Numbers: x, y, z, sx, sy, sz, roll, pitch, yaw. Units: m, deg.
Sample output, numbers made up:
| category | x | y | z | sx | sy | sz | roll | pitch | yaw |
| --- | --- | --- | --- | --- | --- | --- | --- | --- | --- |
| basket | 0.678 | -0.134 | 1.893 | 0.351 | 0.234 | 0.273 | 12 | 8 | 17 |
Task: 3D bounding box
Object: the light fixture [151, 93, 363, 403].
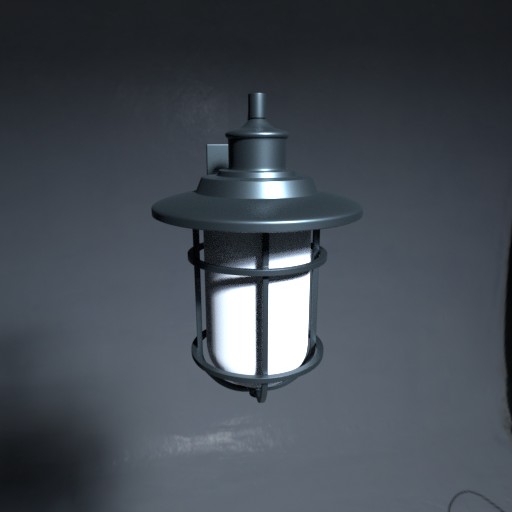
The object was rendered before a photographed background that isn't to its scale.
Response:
| category | x | y | z | sx | sy | sz | roll | pitch | yaw |
| --- | --- | --- | --- | --- | --- | --- | --- | --- | --- |
| light fixture | 0.000 | 0.000 | 0.503 | 0.222 | 0.345 | 0.252 | -2 | 15 | -6 |
